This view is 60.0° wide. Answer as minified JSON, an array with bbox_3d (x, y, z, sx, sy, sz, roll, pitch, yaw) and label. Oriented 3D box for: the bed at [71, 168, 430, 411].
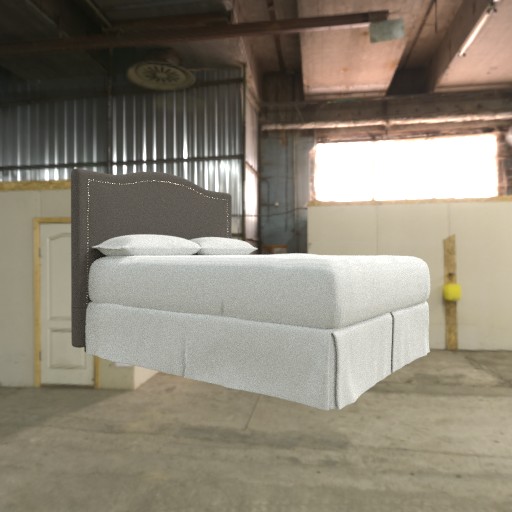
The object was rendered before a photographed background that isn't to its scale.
[{"bbox_3d":[0.000,0.000,3.172,2.036,1.387,1.666,0,1,36],"label":"bed"}]
